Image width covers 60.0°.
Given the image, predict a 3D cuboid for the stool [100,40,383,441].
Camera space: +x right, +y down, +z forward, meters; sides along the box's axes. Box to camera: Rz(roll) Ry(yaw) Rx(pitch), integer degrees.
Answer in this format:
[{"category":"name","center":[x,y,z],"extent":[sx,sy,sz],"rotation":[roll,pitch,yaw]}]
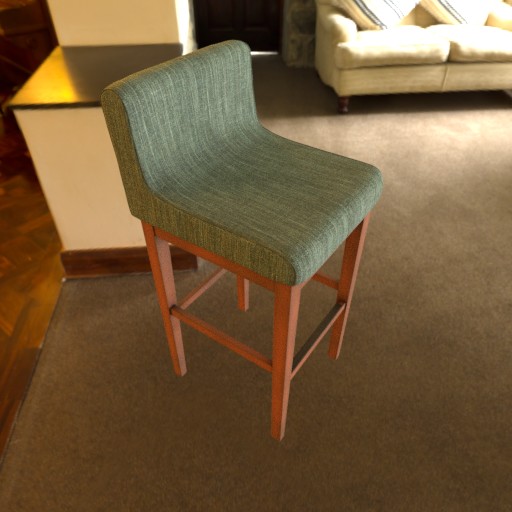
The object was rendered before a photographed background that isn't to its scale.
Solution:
[{"category":"stool","center":[0.000,0.000,1.213],"extent":[0.499,0.965,0.426],"rotation":[25,46,26]}]
